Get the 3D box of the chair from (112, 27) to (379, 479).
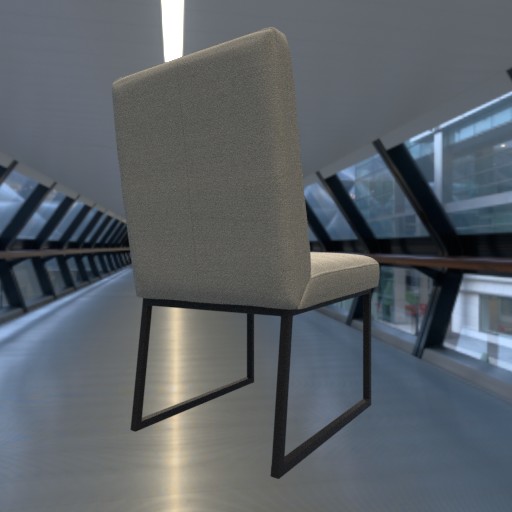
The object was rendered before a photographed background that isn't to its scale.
[{"bbox_3d":[0.000,0.000,1.263,0.520,0.930,0.634,0,0,34],"label":"chair"}]
